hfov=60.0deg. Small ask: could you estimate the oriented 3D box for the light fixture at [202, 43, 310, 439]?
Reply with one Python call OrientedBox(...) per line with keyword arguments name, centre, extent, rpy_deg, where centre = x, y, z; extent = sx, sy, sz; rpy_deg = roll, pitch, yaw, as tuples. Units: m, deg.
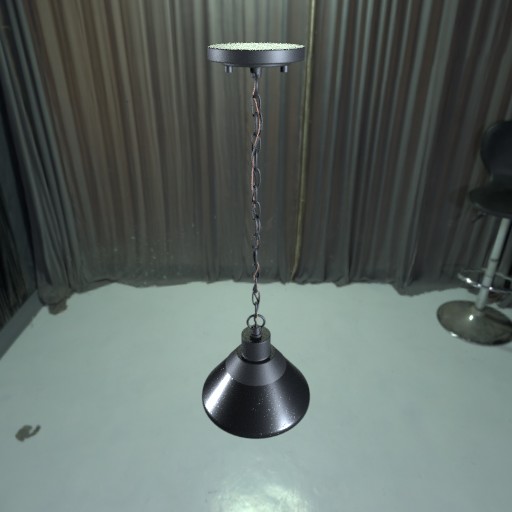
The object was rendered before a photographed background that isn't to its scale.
OrientedBox(name="light fixture", centre=(0.000, 0.000, 0.686), extent=(0.201, 0.588, 0.201), rpy_deg=(-1, 29, -2))
